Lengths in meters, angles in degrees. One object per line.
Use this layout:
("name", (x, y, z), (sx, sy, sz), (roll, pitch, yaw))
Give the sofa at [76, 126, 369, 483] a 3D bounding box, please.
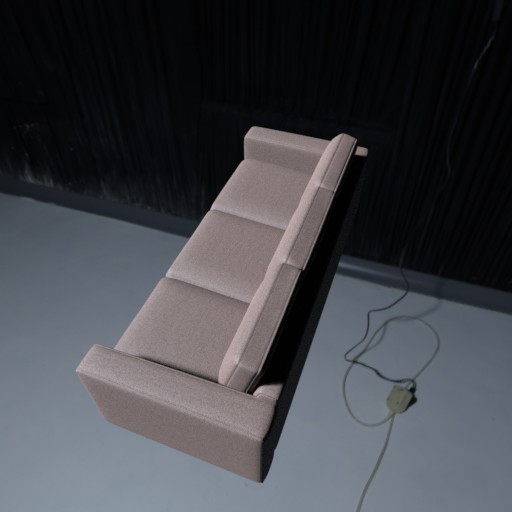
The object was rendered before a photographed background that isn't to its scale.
("sofa", (0.000, 0.000, 2.631), (0.900, 0.806, 2.160), (15, 49, 14))
